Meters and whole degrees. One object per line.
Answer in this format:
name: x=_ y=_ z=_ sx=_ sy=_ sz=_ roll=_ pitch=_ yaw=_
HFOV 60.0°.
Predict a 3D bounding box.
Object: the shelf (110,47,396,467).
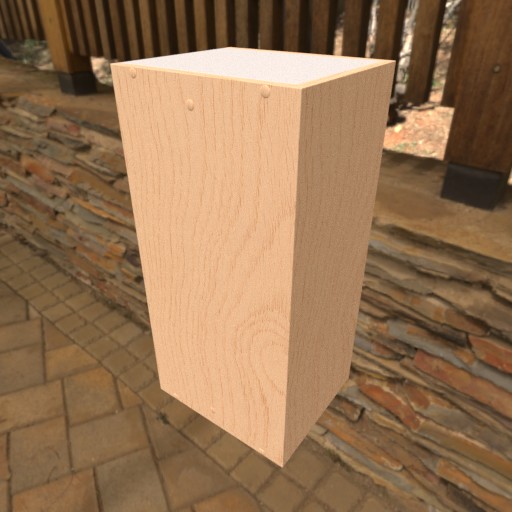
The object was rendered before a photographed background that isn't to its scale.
shelf: x=0.000 y=0.000 z=0.743 sx=0.290 sy=0.600 sz=0.250 roll=21 pitch=37 yaw=30
